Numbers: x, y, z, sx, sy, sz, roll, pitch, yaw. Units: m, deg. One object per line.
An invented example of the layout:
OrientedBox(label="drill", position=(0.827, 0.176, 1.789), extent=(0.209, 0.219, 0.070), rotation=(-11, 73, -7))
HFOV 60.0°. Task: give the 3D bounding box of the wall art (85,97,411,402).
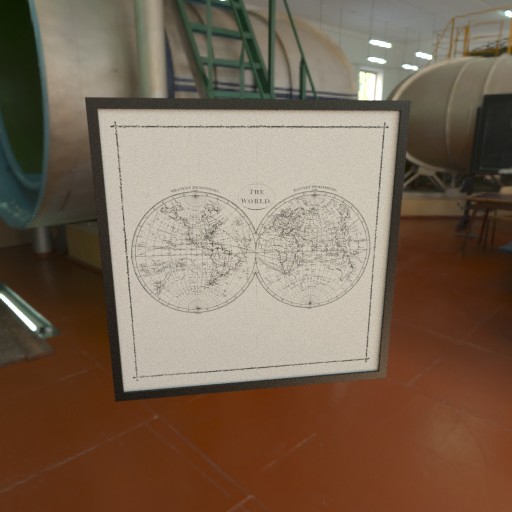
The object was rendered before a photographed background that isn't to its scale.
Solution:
OrientedBox(label="wall art", position=(0.000, 0.000, 1.161), extent=(0.773, 0.775, 0.031), rotation=(-2, 16, -9))
